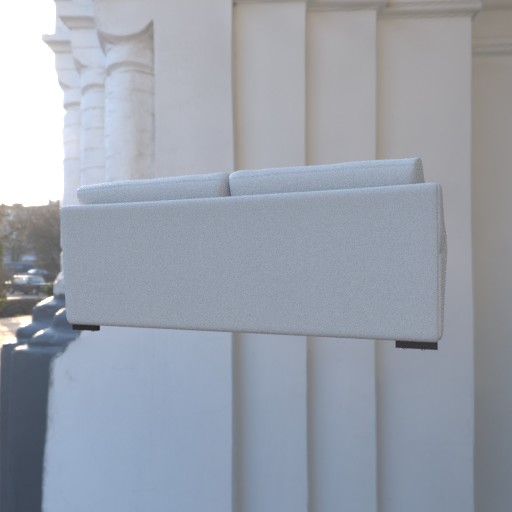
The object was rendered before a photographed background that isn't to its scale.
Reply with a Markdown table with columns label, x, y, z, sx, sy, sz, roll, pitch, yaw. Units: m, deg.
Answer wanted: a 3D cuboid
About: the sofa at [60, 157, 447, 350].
| label | x | y | z | sx | sy | sz | roll | pitch | yaw |
| --- | --- | --- | --- | --- | --- | --- | --- | --- | --- |
| sofa | 0.000 | 0.000 | 2.875 | 2.261 | 0.940 | 1.143 | -1 | -2 | 20 |
